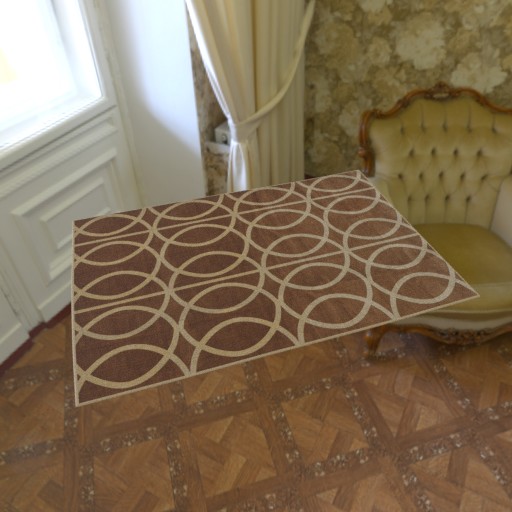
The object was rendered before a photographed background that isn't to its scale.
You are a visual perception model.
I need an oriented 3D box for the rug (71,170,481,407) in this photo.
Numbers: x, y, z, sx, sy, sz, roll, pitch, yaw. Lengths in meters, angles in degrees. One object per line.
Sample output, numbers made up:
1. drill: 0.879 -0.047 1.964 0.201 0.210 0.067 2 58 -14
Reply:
1. rug: 0.000 0.000 2.883 2.294 0.014 1.528 -12 43 -13
